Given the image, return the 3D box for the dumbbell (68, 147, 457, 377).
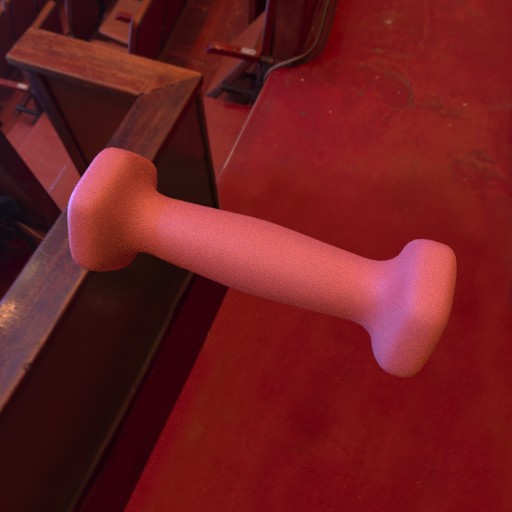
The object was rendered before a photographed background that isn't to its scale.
[{"bbox_3d":[0.000,0.000,0.150,0.123,0.043,0.047,18,64,9],"label":"dumbbell"}]
